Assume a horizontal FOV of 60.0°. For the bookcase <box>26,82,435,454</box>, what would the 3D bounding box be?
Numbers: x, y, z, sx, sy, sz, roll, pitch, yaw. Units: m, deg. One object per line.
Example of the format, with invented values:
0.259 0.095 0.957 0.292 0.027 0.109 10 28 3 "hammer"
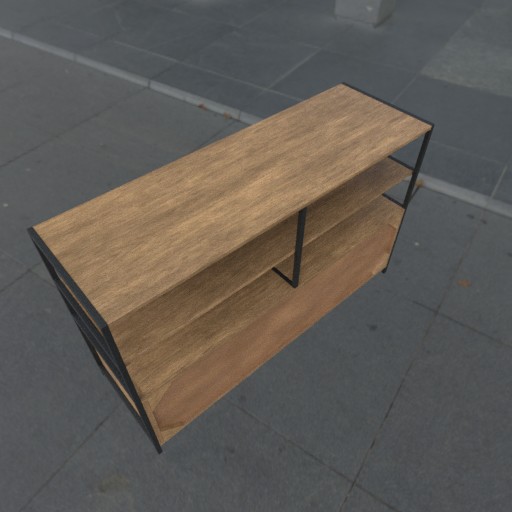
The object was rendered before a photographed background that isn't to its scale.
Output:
0.000 0.000 1.489 1.149 0.712 0.391 -33 55 -27 "bookcase"
